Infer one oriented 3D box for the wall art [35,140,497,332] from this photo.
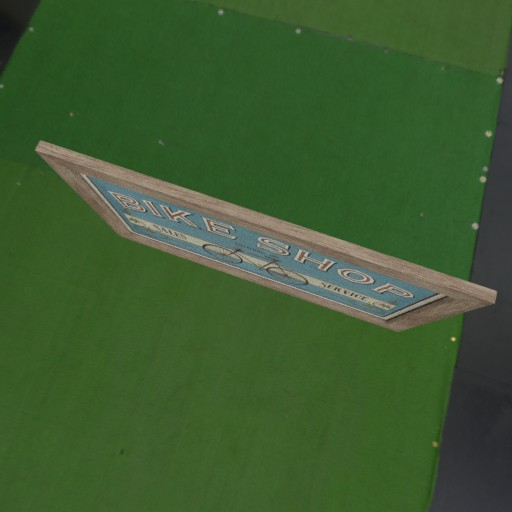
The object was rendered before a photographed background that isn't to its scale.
[{"bbox_3d":[0.000,0.000,0.944,0.780,0.480,0.021,19,76,5],"label":"wall art"}]
